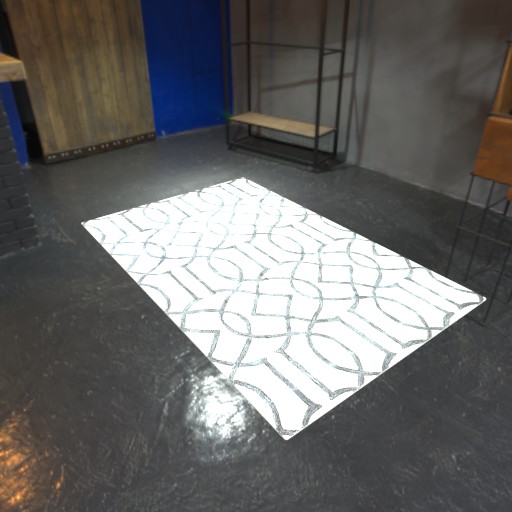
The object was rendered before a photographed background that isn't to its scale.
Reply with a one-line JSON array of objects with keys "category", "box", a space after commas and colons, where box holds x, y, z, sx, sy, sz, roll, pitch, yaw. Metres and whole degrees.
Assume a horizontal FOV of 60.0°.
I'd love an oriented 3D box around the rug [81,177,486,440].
[{"category": "rug", "box": [0.000, 0.000, 2.945, 1.521, 0.017, 2.365, -22, 38, -31]}]
